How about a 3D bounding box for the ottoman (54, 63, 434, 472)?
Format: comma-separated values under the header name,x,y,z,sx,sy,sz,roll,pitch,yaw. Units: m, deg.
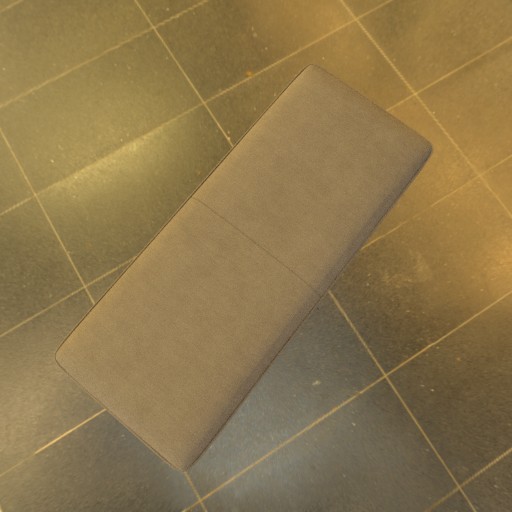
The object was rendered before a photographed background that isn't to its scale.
name,x,y,z,sx,sy,sz,roll,pitch,yaw
ottoman,0.000,0.000,2.039,0.751,0.470,1.764,38,80,8
